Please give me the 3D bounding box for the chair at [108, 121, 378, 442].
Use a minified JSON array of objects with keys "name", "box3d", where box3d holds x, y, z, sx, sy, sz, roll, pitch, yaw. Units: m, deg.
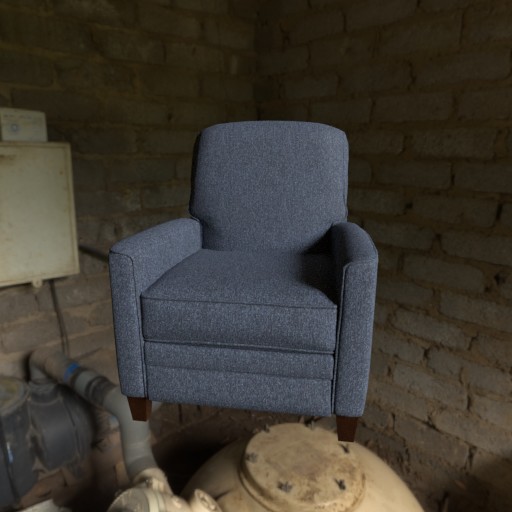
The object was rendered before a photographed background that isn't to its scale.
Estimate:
[{"name":"chair","box3d":[0.000,0.000,1.688,0.839,1.016,0.850,2,15,9]}]
